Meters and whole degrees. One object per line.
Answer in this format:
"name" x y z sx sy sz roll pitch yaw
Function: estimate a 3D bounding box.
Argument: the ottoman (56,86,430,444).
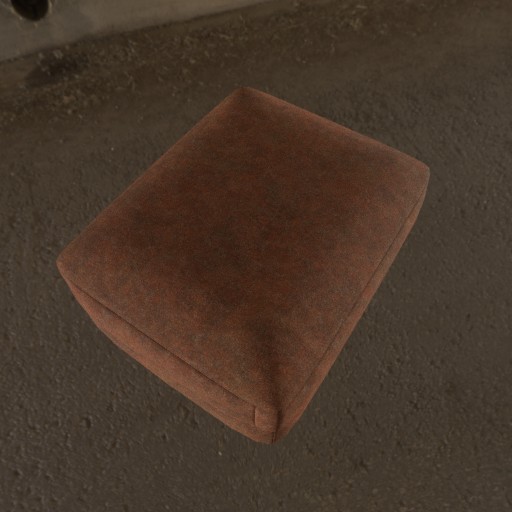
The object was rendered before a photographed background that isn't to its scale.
"ottoman" 0.000 0.000 1.190 0.635 0.508 0.787 30 62 17
